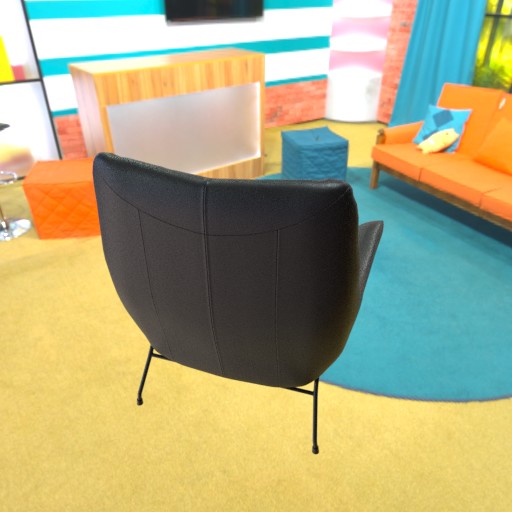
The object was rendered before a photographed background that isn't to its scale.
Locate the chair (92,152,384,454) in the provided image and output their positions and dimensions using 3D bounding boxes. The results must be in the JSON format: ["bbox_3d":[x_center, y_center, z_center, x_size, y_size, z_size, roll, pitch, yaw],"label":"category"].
[{"bbox_3d":[0.000,0.000,1.575,0.836,0.922,0.826,9,33,15],"label":"chair"}]
